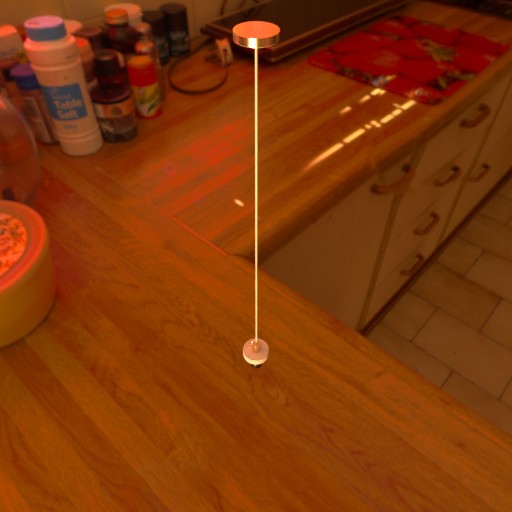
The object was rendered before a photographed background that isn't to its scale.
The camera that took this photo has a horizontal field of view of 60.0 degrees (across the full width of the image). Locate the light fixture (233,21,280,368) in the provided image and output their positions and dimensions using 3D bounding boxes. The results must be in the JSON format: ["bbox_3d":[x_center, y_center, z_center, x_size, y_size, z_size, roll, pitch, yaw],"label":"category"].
[{"bbox_3d":[0.000,0.000,1.734,0.129,1.669,0.129,9,47,9],"label":"light fixture"}]
